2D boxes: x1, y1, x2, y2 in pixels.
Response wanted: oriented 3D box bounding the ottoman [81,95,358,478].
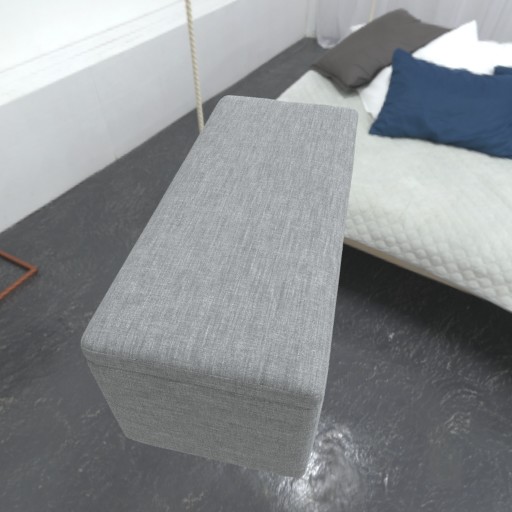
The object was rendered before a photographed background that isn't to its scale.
[{"bbox_3d":[0.000,0.000,1.112,0.419,0.432,0.902,9,47,9],"label":"ottoman"}]
